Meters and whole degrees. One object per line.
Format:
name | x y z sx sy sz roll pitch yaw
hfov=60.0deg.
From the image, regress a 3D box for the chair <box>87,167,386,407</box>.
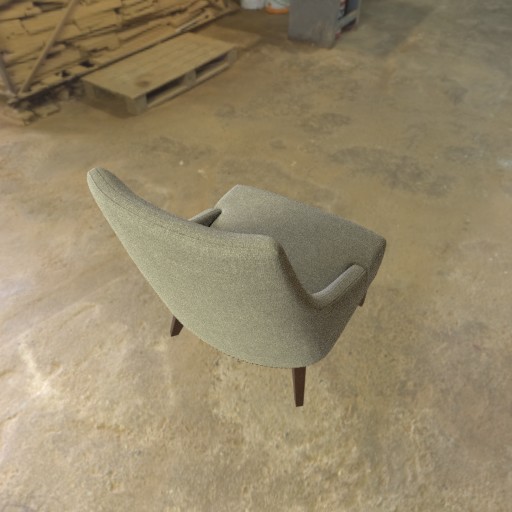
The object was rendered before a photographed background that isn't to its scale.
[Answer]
chair | 0.000 0.000 1.518 0.701 0.909 0.861 23 49 22
